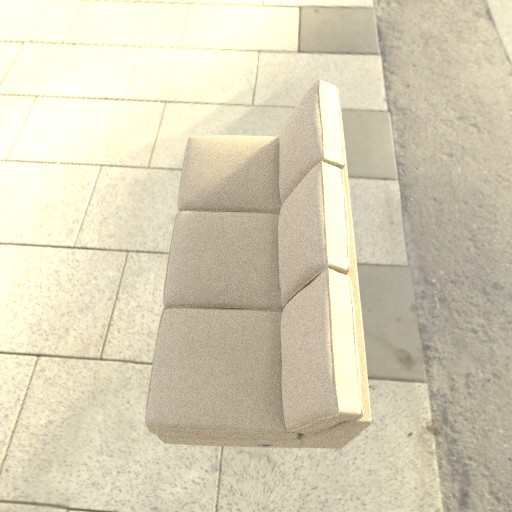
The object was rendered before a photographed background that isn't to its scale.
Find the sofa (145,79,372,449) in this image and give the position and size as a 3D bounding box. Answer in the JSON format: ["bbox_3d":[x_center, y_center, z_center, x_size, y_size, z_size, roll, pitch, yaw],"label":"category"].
[{"bbox_3d":[0.000,0.000,2.576,1.027,0.973,1.962,2,59,1],"label":"sofa"}]
